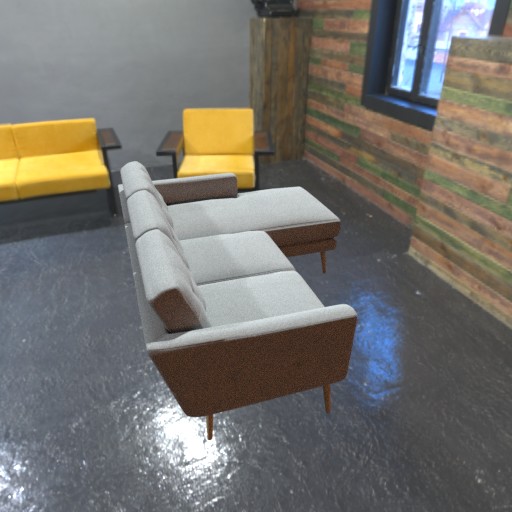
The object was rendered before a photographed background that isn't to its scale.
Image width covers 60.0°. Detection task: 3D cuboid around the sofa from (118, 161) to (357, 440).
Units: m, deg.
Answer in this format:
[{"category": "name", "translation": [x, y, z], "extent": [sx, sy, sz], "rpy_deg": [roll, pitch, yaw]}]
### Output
[{"category": "sofa", "translation": [0.000, 0.000, 2.824], "extent": [1.530, 0.860, 2.040], "rpy_deg": [-9, 30, -16]}]
